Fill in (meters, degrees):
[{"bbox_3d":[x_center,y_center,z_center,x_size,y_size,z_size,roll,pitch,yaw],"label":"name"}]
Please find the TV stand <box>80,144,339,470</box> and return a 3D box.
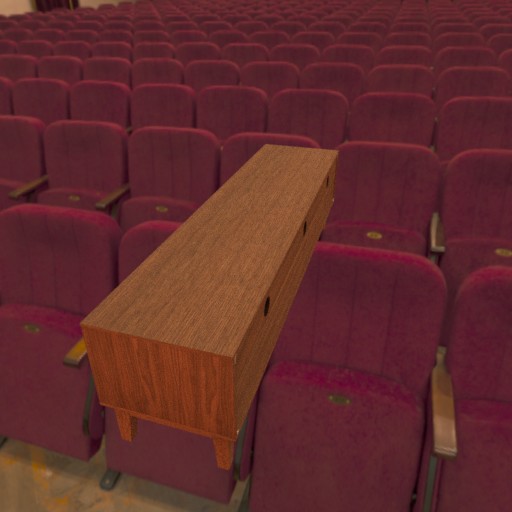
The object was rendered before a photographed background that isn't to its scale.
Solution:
[{"bbox_3d":[0.000,0.000,1.661,0.366,0.409,1.482,9,31,15],"label":"TV stand"}]
